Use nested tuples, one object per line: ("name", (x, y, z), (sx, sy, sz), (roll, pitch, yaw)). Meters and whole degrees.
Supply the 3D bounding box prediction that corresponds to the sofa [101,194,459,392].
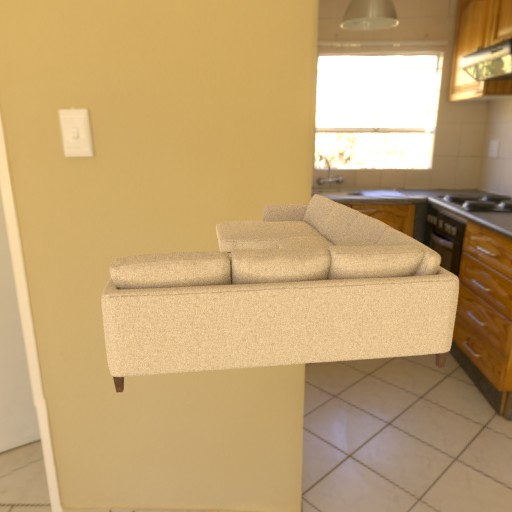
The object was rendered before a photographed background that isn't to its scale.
("sofa", (0.000, 0.000, 4.771), (2.593, 0.959, 3.460), (-2, 16, -8))
